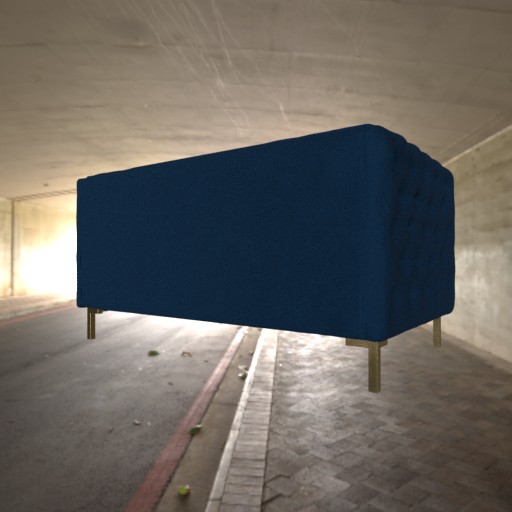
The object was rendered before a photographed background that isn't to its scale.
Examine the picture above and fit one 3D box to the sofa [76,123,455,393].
[{"bbox_3d":[0.000,0.000,2.073,1.583,0.810,0.909,0,0,36],"label":"sofa"}]
